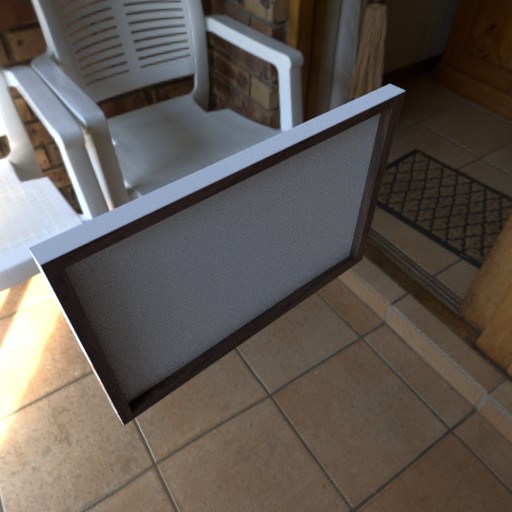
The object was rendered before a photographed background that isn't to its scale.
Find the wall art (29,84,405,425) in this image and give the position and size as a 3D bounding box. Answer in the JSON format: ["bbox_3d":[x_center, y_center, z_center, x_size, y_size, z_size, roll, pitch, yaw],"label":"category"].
[{"bbox_3d":[0.000,0.000,1.124,0.914,0.610,0.050,-31,54,-26],"label":"wall art"}]
